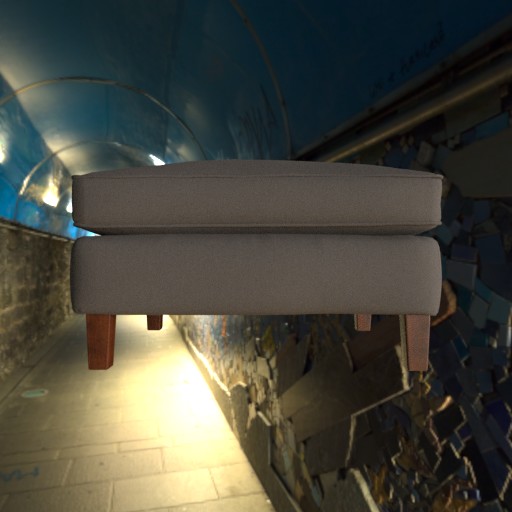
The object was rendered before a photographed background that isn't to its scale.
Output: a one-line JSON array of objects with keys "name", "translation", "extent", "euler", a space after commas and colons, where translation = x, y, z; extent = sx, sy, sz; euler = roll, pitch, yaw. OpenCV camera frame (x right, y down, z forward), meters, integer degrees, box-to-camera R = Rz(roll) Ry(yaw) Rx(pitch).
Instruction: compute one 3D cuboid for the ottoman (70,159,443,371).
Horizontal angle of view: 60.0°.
[{"name": "ottoman", "translation": [0.000, 0.000, 1.011], "extent": [0.686, 0.406, 0.508], "euler": [0, 0, 1]}]
